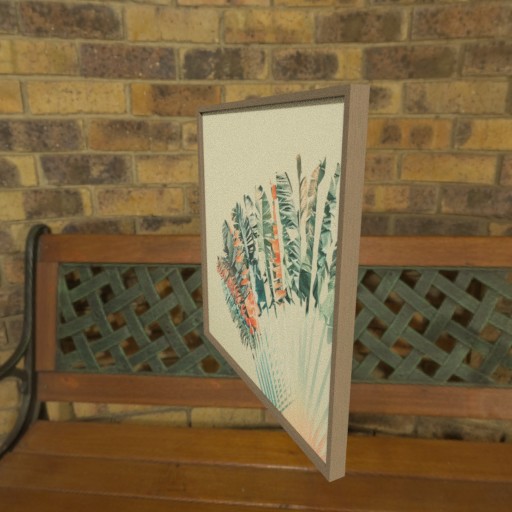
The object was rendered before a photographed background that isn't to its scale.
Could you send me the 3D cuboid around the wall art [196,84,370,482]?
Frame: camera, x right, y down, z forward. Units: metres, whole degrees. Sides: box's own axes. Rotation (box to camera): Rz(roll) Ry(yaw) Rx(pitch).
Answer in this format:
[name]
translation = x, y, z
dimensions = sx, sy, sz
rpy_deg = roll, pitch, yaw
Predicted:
[wall art]
translation = 0.000, 0.000, 1.136
dimensions = 0.038, 0.758, 0.761
rpy_deg = -7, 17, -25
